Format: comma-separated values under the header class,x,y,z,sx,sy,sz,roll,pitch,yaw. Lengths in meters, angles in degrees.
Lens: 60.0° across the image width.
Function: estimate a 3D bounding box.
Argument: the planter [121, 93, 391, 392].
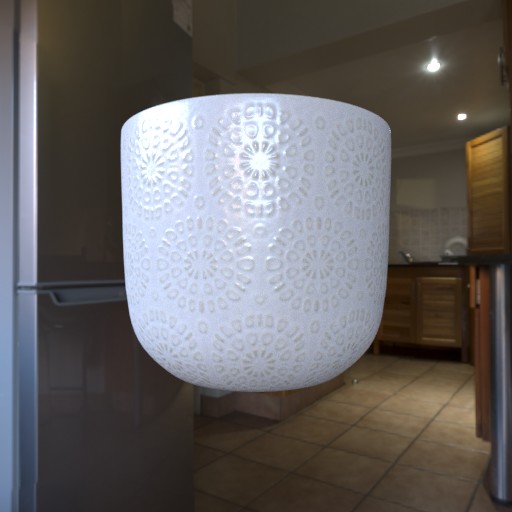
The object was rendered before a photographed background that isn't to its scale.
class,x,y,z,sx,sy,sz,roll,pitch,yaw
planter,0.000,0.000,0.291,0.170,0.152,0.170,0,-1,0
